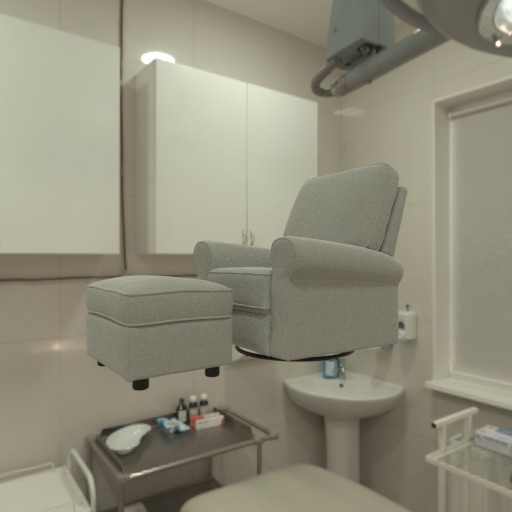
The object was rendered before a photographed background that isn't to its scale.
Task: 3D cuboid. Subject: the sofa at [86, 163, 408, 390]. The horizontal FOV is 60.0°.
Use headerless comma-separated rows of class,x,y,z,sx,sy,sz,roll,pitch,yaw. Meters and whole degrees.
sofa,0.000,0.000,2.151,1.478,0.959,0.880,0,0,-36
